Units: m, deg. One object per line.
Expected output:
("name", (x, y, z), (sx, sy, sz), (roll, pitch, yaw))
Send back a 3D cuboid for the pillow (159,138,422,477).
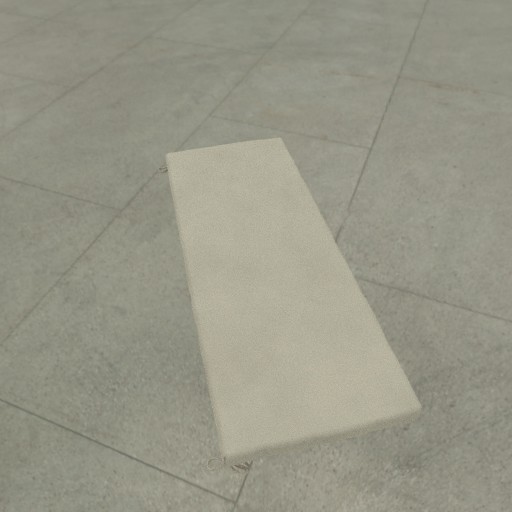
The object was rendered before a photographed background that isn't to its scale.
("pillow", (0.000, 0.000, 1.339), (0.492, 0.081, 1.187), (-10, 48, -9))
